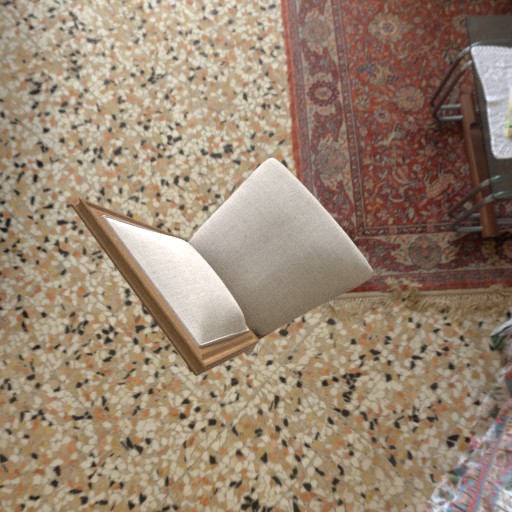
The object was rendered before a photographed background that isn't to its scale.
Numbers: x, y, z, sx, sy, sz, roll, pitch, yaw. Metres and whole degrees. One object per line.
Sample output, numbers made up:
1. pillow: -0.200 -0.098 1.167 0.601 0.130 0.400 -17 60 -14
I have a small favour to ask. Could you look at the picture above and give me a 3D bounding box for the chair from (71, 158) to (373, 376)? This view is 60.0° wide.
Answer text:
1. chair: 0.000 0.000 1.350 0.601 0.988 0.536 -37 79 -9
